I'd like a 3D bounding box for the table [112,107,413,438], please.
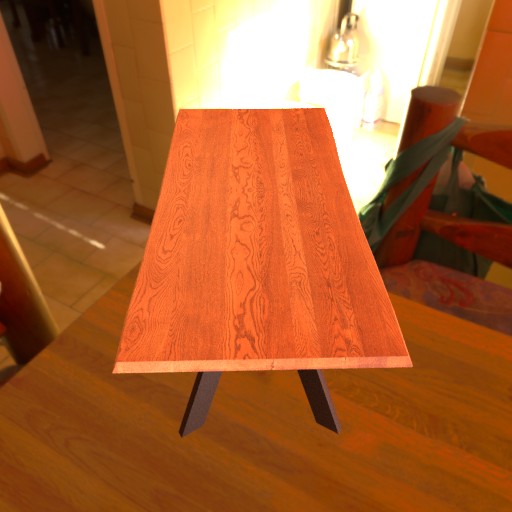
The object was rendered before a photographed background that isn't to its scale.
[{"bbox_3d":[0.000,0.000,2.220,0.900,0.770,1.800,-1,42,-1],"label":"table"}]
